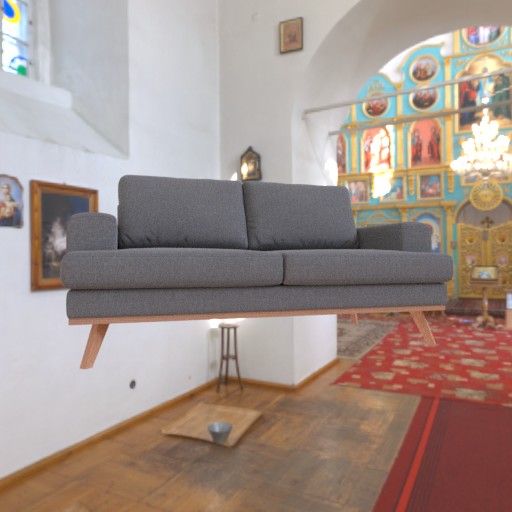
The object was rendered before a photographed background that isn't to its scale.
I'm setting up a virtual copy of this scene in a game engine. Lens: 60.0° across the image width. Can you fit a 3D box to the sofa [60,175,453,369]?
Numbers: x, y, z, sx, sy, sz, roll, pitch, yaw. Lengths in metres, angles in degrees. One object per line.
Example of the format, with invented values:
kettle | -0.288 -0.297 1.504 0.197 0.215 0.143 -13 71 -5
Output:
sofa | 0.000 0.000 2.123 1.650 0.810 0.785 0 0 -17
